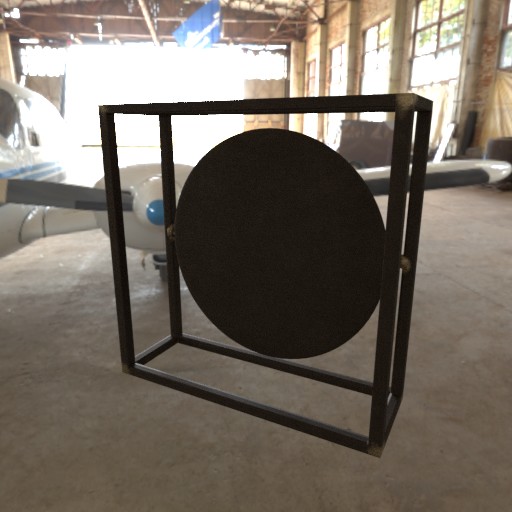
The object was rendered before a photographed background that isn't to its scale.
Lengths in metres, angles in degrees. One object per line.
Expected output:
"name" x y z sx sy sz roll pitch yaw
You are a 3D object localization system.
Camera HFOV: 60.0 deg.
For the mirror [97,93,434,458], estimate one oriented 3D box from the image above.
"mirror" 0.000 0.000 0.464 0.306 0.303 0.107 8 18 27
